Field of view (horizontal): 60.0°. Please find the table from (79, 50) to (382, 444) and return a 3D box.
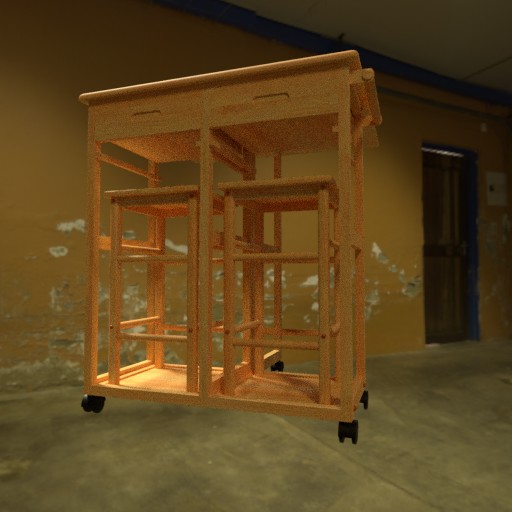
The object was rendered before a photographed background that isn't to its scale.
[{"bbox_3d":[0.000,0.000,1.350,0.752,0.832,0.693,-1,-3,19],"label":"table"}]
